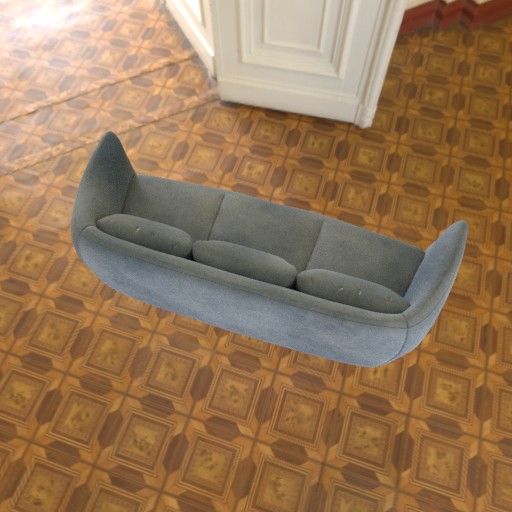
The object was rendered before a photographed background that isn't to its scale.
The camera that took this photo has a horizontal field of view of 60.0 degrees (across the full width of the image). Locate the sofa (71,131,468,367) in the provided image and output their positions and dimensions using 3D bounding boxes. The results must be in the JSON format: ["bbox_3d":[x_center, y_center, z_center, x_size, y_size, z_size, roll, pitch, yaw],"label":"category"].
[{"bbox_3d":[0.000,0.000,2.535,2.095,0.795,0.849,16,64,8],"label":"sofa"}]
